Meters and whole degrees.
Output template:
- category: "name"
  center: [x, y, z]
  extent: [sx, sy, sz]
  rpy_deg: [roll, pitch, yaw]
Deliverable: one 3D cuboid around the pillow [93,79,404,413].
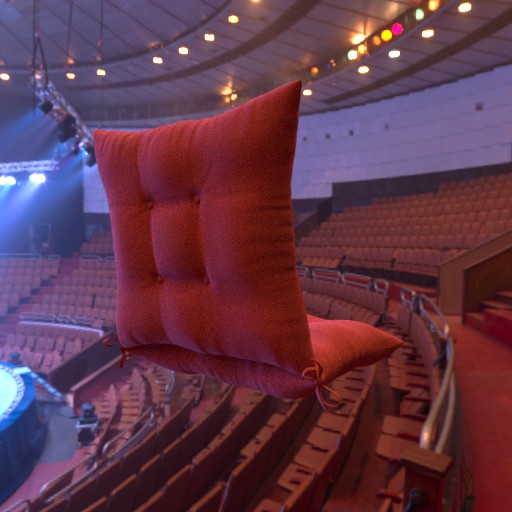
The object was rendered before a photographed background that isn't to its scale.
- category: "pillow"
  center: [0.000, 0.000, 1.004]
  extent: [0.541, 0.536, 0.585]
  rpy_deg: [0, 0, 35]
